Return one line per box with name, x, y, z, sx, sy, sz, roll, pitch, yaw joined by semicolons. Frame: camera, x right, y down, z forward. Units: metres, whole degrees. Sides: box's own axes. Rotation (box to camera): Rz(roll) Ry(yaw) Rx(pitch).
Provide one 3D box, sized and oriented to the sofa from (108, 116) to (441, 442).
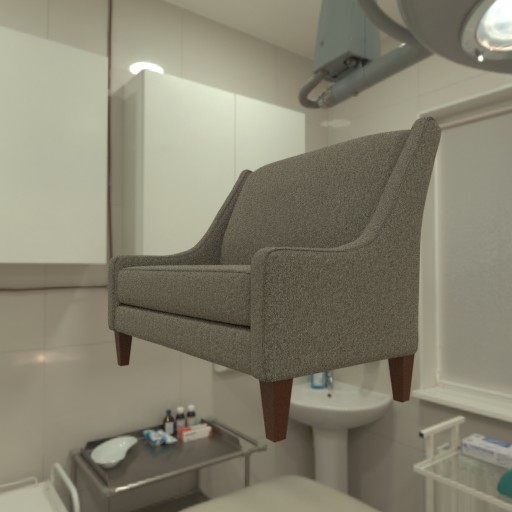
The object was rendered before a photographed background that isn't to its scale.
sofa;0.000;0.000;1.886;0.862;1.026;1.242;1;-2;-37
